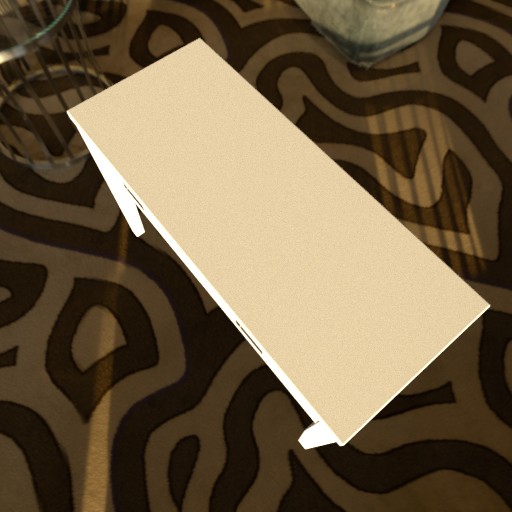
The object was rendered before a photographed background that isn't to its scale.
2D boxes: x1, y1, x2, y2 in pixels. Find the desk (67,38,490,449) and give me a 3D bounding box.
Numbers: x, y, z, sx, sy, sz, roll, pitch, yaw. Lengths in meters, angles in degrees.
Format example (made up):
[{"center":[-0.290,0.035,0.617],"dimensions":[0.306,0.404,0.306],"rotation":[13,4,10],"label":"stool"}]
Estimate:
[{"center":[0.000,0.000,1.578],"dimensions":[0.508,0.775,1.220],"rotation":[-37,70,-15],"label":"desk"}]
